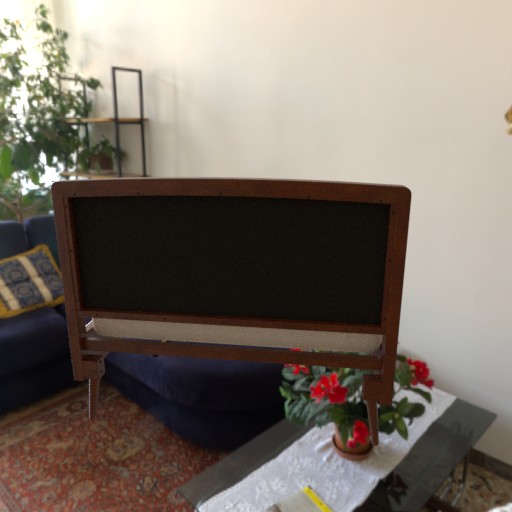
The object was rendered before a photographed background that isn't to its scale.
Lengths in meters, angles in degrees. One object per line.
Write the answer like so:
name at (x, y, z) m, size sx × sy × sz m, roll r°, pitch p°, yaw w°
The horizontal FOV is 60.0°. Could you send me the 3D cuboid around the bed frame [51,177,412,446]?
bed frame at (0.000, 0.000, 3.102) m, size 1.587 × 1.279 × 2.171 m, roll 2°, pitch 16°, yaw 8°
